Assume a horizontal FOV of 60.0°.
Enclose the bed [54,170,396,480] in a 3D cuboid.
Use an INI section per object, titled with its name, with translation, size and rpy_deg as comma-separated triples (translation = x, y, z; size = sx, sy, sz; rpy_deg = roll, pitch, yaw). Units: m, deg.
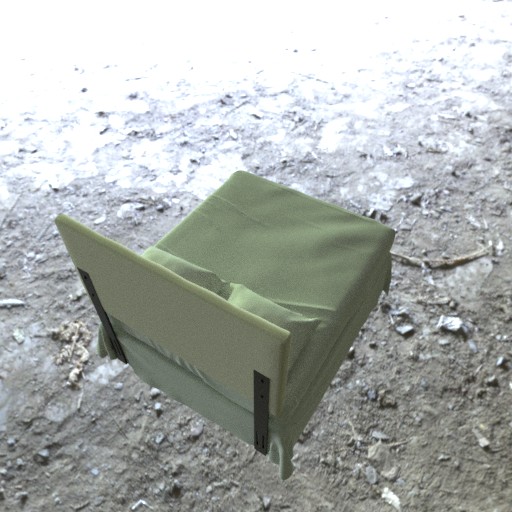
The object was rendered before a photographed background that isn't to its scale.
[bed]
translation = 0.000, 0.000, 3.535
size = 1.936, 1.577, 2.222
rpy_deg = 25, 52, 21
